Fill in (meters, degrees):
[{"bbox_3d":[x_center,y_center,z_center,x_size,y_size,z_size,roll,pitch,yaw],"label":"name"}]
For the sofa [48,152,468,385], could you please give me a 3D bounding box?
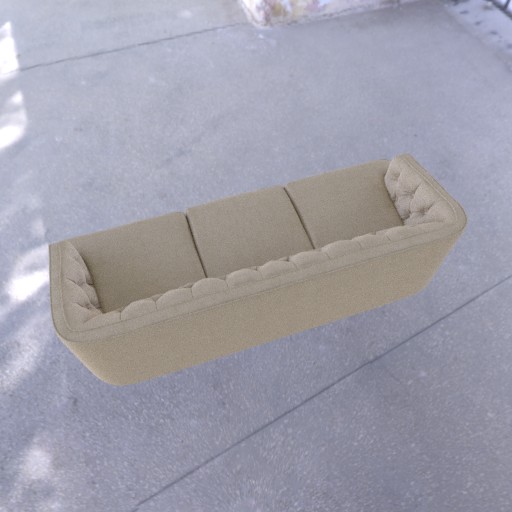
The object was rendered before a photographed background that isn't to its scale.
[{"bbox_3d":[0.000,0.000,2.700,2.235,0.788,0.913,-16,59,-10],"label":"sofa"}]
